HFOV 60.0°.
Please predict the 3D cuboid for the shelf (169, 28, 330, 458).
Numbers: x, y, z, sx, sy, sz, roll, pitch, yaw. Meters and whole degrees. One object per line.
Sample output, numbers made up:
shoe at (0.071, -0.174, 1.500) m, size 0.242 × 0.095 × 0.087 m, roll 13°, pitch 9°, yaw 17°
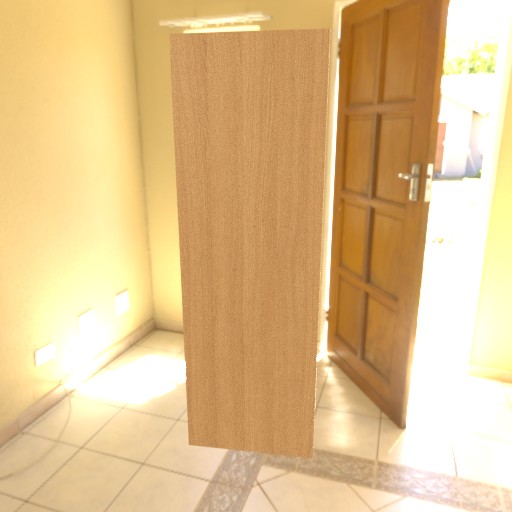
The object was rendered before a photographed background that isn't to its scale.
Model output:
shelf at (0.000, 0.000, 0.997) m, size 0.290 × 0.882 × 0.197 m, roll 2°, pitch 16°, yaw 8°
